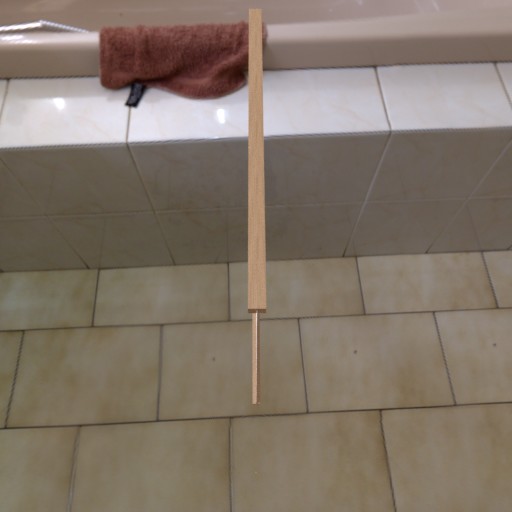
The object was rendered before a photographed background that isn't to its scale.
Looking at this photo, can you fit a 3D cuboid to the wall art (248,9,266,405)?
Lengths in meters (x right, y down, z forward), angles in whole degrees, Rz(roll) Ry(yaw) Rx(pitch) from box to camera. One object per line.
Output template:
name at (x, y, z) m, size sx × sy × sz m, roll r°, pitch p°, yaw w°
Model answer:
wall art at (0.000, 0.000, 0.626) m, size 0.013 × 0.510 × 0.335 m, roll 0°, pitch 64°, yaw 0°
